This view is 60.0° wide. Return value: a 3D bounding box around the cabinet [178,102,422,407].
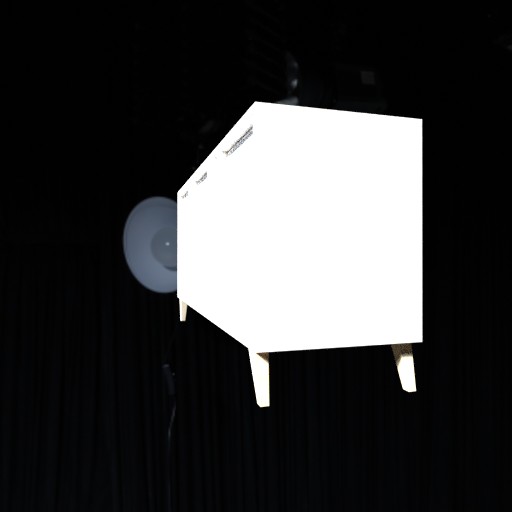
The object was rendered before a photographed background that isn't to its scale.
[{"bbox_3d":[0.000,0.000,1.989,0.500,0.780,1.649,0,0,-17],"label":"cabinet"}]
